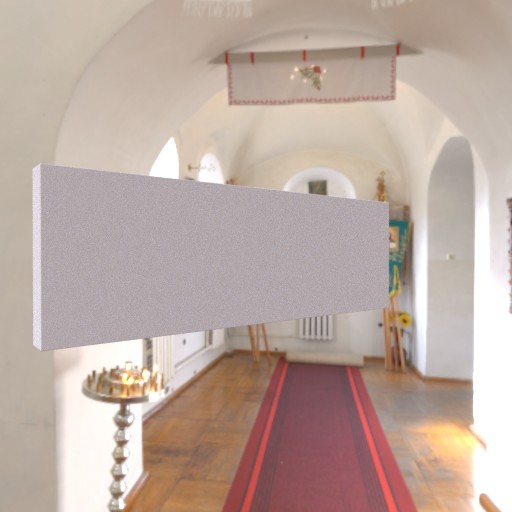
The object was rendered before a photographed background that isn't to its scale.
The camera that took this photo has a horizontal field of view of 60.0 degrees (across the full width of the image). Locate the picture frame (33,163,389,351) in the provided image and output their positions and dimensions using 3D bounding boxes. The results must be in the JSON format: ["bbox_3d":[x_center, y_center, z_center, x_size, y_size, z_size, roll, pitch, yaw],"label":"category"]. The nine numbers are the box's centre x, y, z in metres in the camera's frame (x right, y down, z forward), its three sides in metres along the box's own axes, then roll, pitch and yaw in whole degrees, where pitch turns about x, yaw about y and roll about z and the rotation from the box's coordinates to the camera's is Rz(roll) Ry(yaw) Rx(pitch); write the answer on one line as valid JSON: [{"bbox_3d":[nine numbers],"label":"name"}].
[{"bbox_3d":[0.000,0.000,0.840,0.759,0.250,0.050,0,1,-38],"label":"picture frame"}]
